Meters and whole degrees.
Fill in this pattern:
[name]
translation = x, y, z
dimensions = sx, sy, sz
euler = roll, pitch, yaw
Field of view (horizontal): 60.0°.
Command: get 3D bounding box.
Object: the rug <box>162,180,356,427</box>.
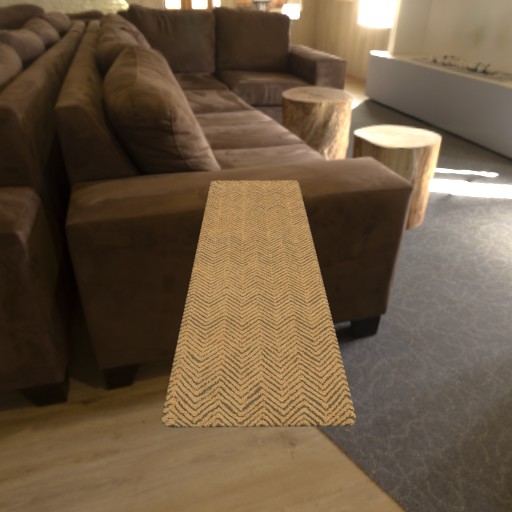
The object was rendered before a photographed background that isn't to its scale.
[rug]
translation = 0.000, 0.000, 2.517
dimensions = 0.686, 0.008, 2.286
euler = 0, 31, 0
